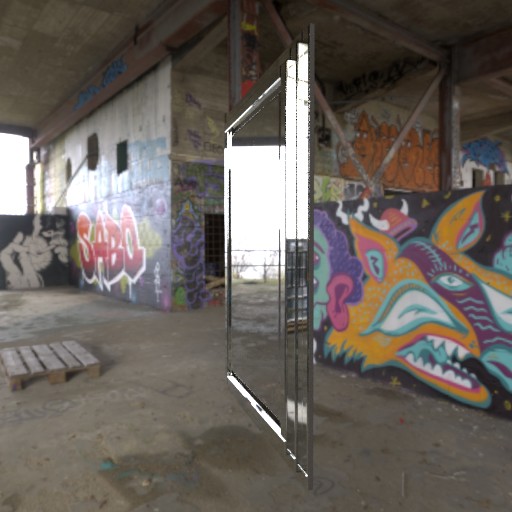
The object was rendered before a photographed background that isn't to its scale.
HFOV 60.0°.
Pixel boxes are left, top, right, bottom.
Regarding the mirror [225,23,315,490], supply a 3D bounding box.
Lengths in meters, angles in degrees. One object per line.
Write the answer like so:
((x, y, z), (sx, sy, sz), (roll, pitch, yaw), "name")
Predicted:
((0.000, 0.000, 1.154), (0.039, 0.914, 0.613), (0, 2, -18), "mirror")
